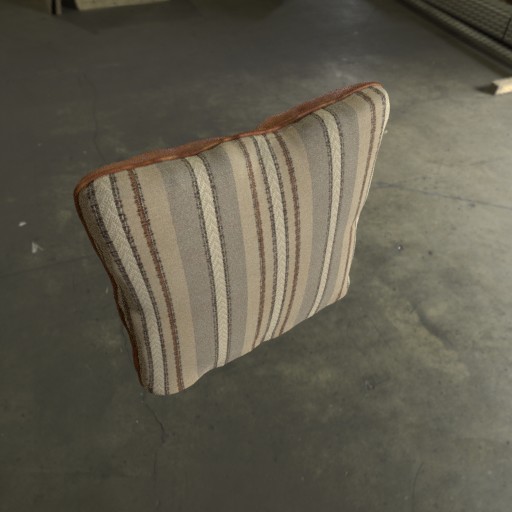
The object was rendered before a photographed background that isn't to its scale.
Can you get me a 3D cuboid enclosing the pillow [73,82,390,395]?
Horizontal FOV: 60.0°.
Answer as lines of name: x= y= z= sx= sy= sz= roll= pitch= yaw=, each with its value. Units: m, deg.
pillow: x=0.000 y=0.000 z=0.746 sx=0.489 sy=0.490 sz=0.130 roll=-25 pitch=51 yaw=-22
